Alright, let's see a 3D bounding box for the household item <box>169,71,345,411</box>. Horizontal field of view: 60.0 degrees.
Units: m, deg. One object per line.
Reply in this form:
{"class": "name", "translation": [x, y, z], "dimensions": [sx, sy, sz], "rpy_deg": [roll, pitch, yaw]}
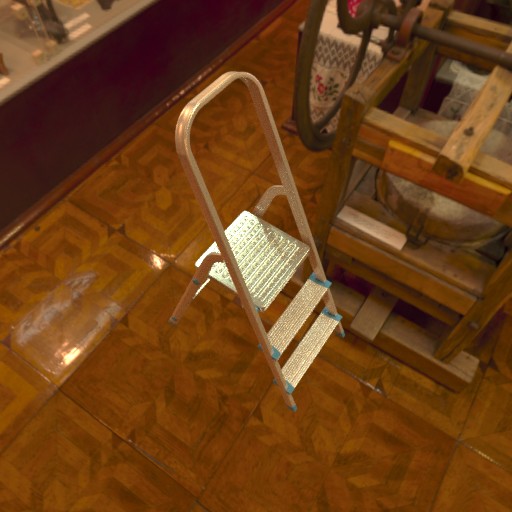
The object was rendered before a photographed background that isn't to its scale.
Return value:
{"class": "household item", "translation": [0.000, 0.000, 1.492], "dimensions": [0.687, 1.215, 0.420], "rpy_deg": [31, 63, 18]}
